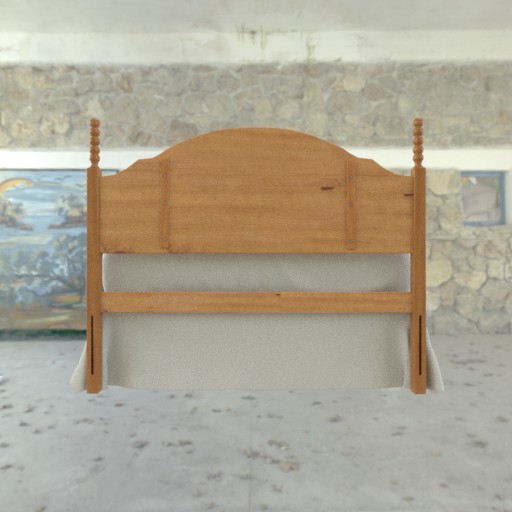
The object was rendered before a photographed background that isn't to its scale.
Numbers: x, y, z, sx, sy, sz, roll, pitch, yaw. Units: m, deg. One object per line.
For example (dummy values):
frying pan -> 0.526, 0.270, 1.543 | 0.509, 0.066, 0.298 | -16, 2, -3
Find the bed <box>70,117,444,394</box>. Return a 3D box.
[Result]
bed -> 0.000, 0.000, 3.169 | 1.873, 1.356, 2.040 | 0, 0, 0
